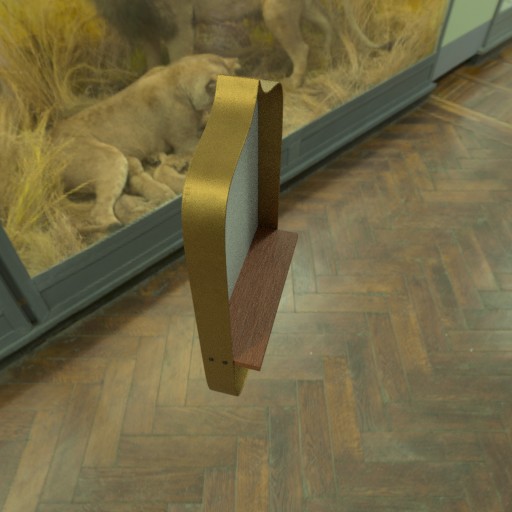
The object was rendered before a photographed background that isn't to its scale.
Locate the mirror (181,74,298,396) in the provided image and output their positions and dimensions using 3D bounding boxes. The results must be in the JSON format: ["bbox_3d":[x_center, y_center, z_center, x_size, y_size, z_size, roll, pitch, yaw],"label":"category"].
[{"bbox_3d":[0.000,0.000,0.749,0.096,0.613,0.323,11,47,10],"label":"mirror"}]
